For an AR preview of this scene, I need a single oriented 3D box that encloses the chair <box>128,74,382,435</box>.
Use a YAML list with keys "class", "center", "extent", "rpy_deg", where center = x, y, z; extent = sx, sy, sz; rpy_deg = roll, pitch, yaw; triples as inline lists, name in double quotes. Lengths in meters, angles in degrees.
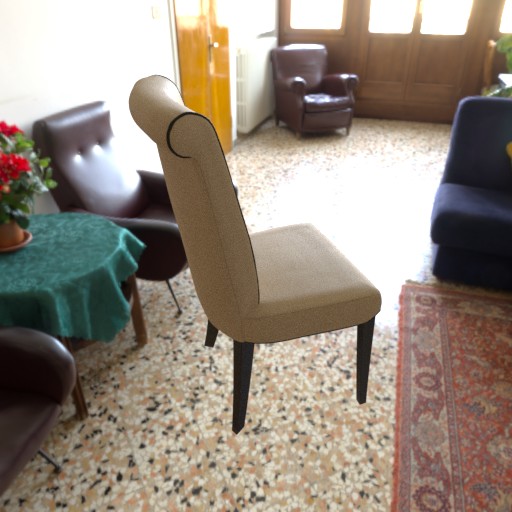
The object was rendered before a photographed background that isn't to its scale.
- class: "chair"
  center: [0.000, 0.000, 1.355]
  extent: [0.623, 0.997, 0.522]
  rpy_deg: [-9, 32, -15]
